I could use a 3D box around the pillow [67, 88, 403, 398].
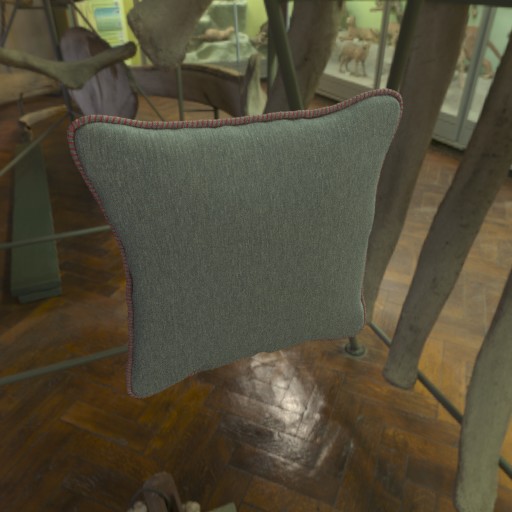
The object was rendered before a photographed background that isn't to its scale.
[{"bbox_3d":[0.000,0.000,0.719,0.482,0.491,0.124,-12,34,-18],"label":"pillow"}]
